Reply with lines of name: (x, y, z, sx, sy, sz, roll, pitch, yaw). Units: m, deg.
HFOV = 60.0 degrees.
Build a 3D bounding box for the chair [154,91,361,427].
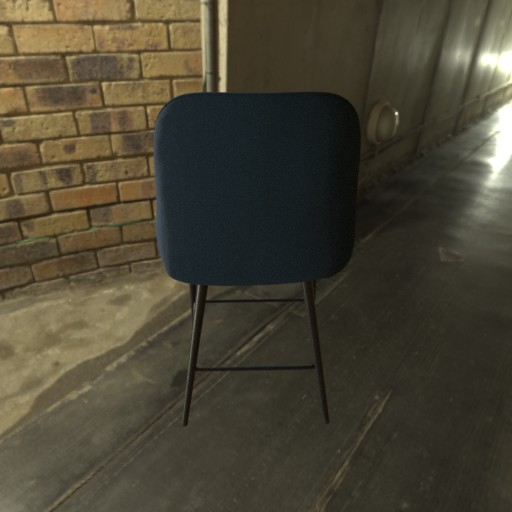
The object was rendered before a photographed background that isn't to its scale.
chair: (0.000, 0.000, 1.207, 0.526, 0.927, 0.489, -1, 30, -1)
